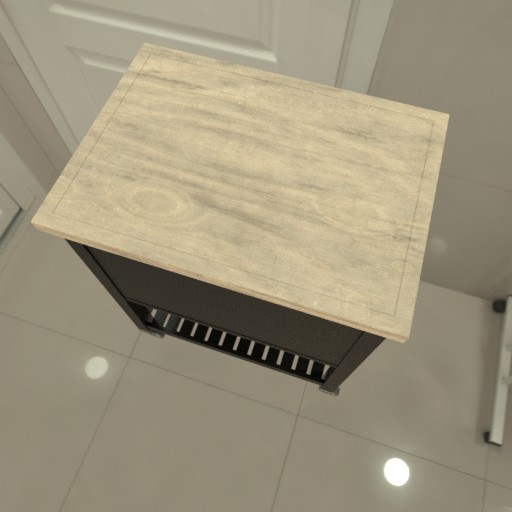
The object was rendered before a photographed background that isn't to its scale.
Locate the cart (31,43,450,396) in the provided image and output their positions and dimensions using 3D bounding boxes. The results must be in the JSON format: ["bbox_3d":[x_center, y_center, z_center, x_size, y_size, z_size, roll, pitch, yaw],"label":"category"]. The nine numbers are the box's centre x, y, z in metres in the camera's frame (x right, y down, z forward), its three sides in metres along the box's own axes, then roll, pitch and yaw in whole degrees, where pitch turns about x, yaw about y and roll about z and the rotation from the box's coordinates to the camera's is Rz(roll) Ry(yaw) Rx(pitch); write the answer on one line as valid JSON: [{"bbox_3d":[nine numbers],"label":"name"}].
[{"bbox_3d":[0.000,0.000,1.394,0.797,0.920,0.567,16,65,8],"label":"cart"}]
